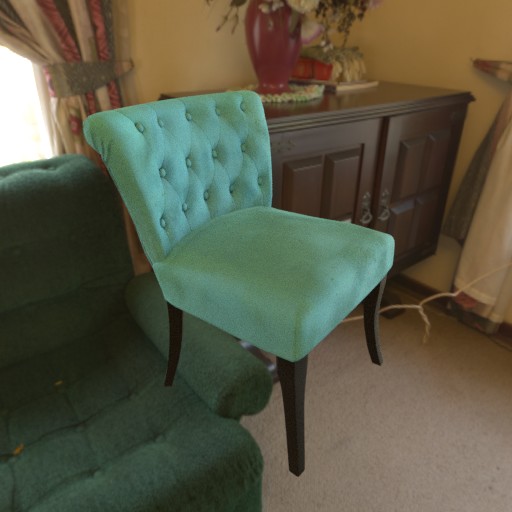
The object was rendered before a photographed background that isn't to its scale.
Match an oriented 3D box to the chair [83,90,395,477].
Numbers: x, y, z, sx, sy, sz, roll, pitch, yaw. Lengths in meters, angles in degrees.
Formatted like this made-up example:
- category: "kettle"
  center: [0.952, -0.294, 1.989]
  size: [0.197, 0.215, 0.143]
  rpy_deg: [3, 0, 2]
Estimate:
- category: "chair"
  center: [0.000, 0.000, 1.167]
  size: [0.605, 0.750, 0.582]
  rpy_deg: [19, 32, 32]
